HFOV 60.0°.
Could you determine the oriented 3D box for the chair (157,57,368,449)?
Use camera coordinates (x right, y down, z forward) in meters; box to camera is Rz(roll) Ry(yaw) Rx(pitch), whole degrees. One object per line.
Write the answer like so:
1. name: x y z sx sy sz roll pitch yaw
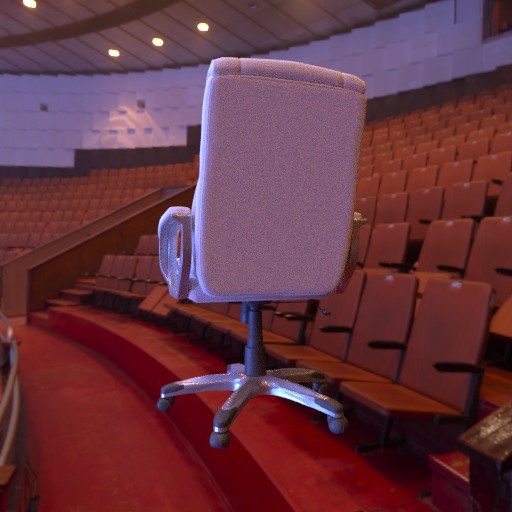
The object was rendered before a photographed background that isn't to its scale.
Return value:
1. chair: 0.000 0.000 1.604 0.687 1.120 0.738 0 0 -18
